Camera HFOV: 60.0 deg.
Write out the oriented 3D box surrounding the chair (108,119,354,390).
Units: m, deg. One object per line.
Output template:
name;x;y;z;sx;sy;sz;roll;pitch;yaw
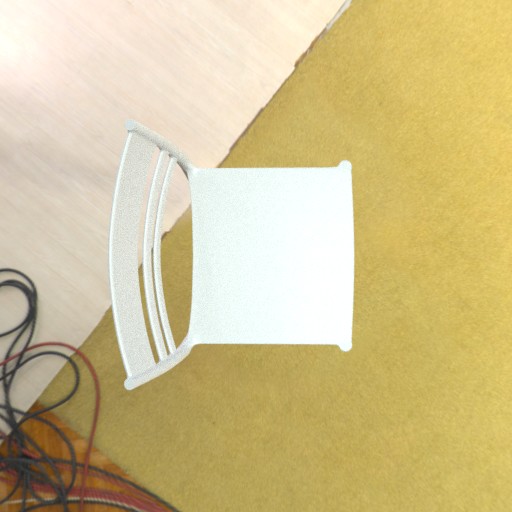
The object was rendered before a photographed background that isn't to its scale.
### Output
chair;0.000;0.000;1.161;0.511;0.800;0.531;0;90;1
